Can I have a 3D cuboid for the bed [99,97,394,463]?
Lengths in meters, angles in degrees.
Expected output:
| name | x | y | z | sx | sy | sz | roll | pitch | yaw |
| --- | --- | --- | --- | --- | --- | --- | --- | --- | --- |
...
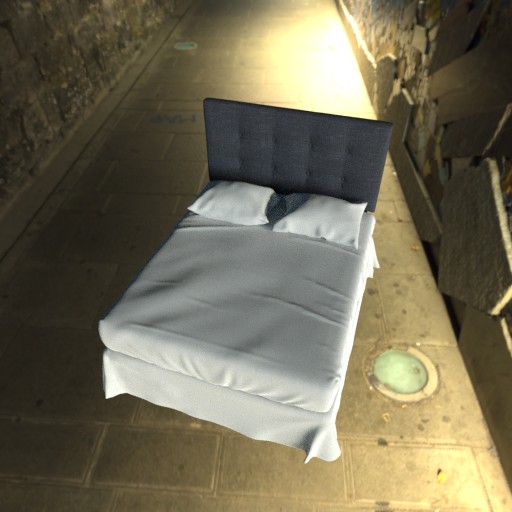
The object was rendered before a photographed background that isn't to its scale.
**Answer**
| name | x | y | z | sx | sy | sz | roll | pitch | yaw |
| --- | --- | --- | --- | --- | --- | --- | --- | --- | --- |
| bed | 0.000 | 0.000 | 3.486 | 1.936 | 1.577 | 2.222 | 13 | 43 | 14 |
